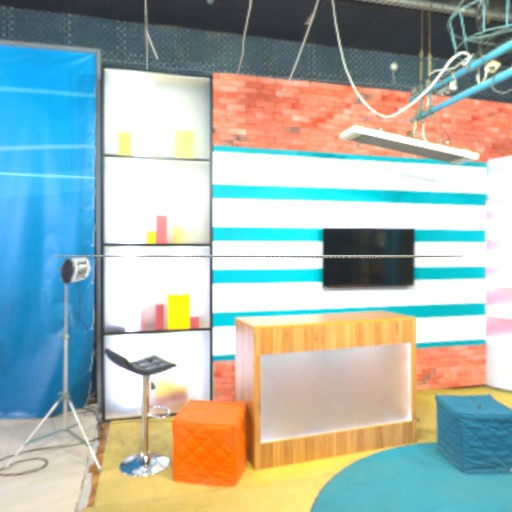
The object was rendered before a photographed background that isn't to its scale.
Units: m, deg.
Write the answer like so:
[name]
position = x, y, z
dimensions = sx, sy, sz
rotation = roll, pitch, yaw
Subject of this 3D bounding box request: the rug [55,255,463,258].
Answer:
[rug]
position = 0.000, 0.000, 2.360
dimensions = 1.815, 0.007, 1.226
rotation = 0, 0, 36
